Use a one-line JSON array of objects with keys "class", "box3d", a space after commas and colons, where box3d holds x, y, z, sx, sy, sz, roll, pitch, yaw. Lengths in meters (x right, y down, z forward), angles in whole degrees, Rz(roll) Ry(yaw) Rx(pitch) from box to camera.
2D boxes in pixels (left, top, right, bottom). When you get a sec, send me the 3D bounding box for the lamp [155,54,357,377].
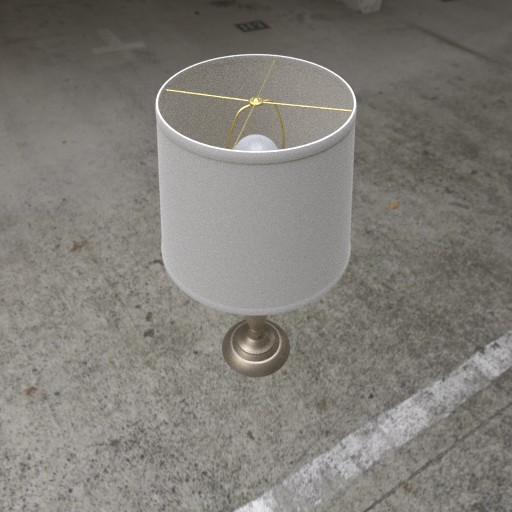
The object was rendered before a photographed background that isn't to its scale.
[{"class": "lamp", "box3d": [0.000, 0.000, 0.810, 0.328, 0.619, 0.328, 0, 47, 0]}]
